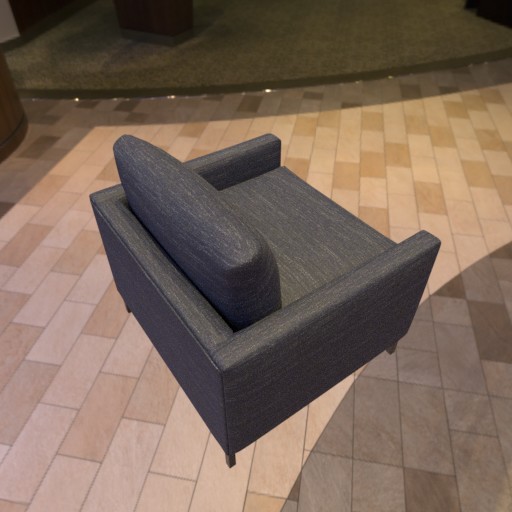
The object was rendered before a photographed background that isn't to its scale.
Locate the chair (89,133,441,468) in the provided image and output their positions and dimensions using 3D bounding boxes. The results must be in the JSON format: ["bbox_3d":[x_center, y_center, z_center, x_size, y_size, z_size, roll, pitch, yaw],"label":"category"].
[{"bbox_3d":[0.000,0.000,1.661,0.866,0.861,0.963,-25,48,-26],"label":"chair"}]
